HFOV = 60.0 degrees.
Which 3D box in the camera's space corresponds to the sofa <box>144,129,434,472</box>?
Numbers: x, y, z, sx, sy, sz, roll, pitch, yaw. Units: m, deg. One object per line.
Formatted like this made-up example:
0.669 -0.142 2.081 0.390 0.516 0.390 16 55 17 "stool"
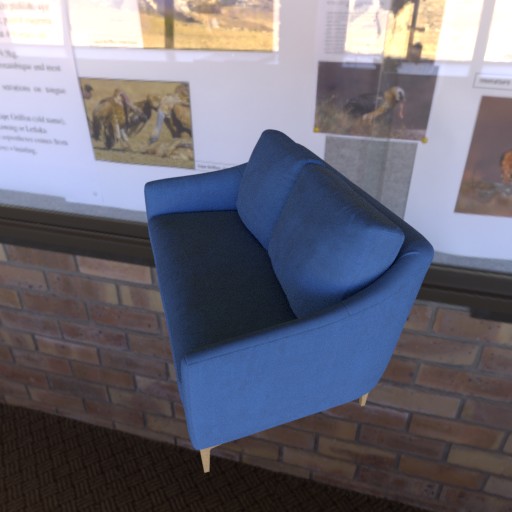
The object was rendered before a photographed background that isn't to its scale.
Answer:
0.000 0.000 2.176 0.960 0.902 1.619 -9 31 -14 "sofa"
